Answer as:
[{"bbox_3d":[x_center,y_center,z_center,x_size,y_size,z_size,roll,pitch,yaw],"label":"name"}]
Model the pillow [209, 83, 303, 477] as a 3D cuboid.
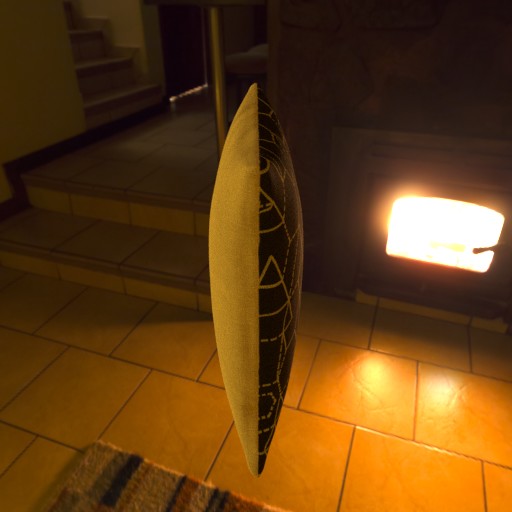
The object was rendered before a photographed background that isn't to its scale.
[{"bbox_3d":[0.000,0.000,0.791,0.158,0.508,0.517,0,30,0],"label":"pillow"}]
